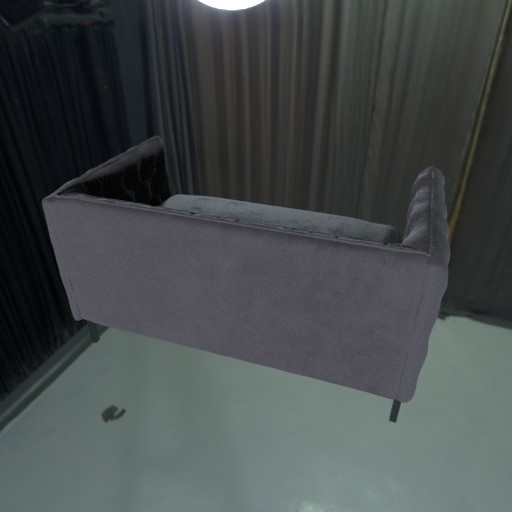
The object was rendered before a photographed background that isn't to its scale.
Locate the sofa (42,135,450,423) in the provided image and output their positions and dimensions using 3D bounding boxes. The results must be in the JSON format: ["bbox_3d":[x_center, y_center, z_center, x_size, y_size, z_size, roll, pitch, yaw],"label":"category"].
[{"bbox_3d":[0.000,0.000,2.120,1.583,0.810,0.909,10,33,16],"label":"sofa"}]
